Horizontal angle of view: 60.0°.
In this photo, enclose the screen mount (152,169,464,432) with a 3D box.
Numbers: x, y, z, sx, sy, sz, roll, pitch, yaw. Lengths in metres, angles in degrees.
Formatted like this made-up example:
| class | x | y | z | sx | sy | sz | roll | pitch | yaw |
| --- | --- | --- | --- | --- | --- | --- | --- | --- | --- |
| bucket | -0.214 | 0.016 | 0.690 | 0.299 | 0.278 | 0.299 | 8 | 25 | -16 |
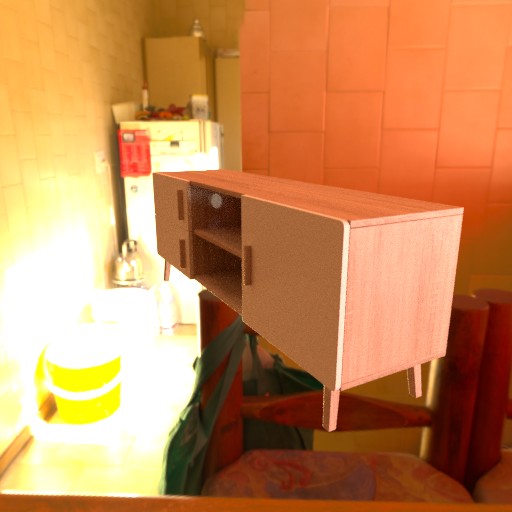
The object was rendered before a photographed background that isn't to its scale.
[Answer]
| class | x | y | z | sx | sy | sz | roll | pitch | yaw |
| --- | --- | --- | --- | --- | --- | --- | --- | --- | --- |
| screen mount | 0.000 | 0.000 | 1.772 | 0.420 | 0.570 | 1.500 | -8 | 17 | -28 |
